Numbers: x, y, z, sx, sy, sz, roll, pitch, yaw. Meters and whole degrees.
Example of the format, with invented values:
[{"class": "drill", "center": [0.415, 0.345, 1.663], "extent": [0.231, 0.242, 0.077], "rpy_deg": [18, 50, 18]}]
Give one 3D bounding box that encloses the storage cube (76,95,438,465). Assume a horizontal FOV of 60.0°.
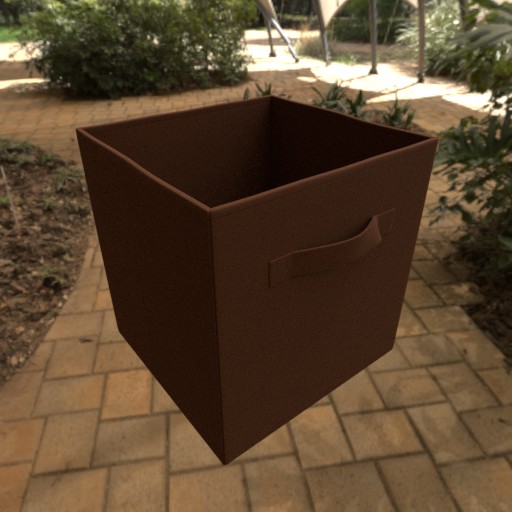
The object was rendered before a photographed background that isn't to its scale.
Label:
[{"class": "storage cube", "center": [0.000, 0.000, 0.509], "extent": [0.270, 0.280, 0.270], "rpy_deg": [-22, 38, -32]}]
